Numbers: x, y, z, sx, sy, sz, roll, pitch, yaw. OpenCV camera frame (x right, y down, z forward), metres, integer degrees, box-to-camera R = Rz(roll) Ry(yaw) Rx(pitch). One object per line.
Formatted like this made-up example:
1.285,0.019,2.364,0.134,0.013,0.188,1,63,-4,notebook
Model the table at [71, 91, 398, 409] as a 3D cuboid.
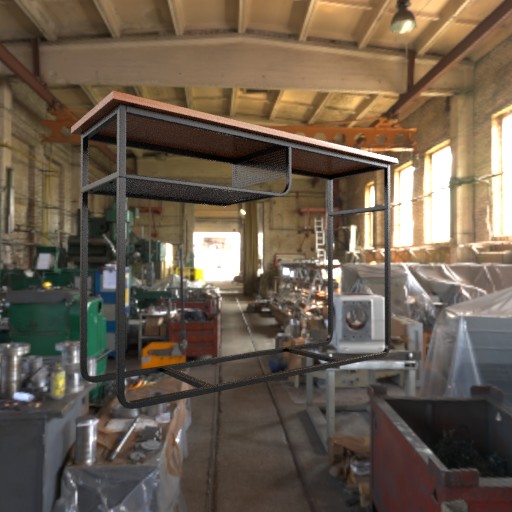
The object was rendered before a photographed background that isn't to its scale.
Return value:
0.000,0.000,1.491,1.100,0.750,0.350,1,-1,-37,table
